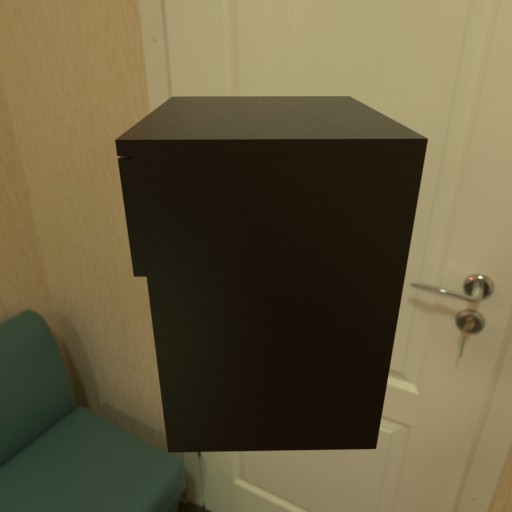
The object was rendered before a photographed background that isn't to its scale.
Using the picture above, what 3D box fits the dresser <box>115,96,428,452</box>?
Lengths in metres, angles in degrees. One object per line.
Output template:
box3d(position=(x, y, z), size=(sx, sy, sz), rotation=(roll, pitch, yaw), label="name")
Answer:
box3d(position=(0.000, 0.000, 0.753), size=(0.360, 0.470, 0.400), rotation=(0, 26, -1), label="dresser")
